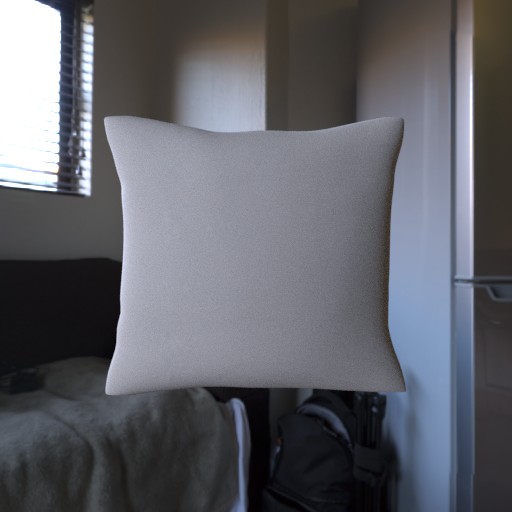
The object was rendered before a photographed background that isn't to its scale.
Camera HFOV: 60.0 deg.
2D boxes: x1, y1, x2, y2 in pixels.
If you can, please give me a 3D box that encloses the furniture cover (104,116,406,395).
[{"bbox_3d":[0.000,0.000,0.810,0.552,0.509,0.193,0,0,-1],"label":"furniture cover"}]
